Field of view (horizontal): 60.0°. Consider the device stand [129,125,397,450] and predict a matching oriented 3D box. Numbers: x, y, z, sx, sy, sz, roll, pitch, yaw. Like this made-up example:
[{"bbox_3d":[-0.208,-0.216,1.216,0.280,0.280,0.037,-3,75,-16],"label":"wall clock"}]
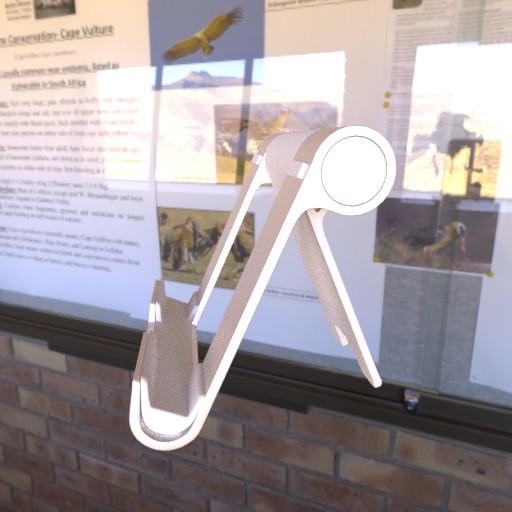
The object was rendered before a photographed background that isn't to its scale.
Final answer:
[{"bbox_3d":[0.000,0.000,0.153,0.079,0.084,0.086,-2,15,-8],"label":"device stand"}]
